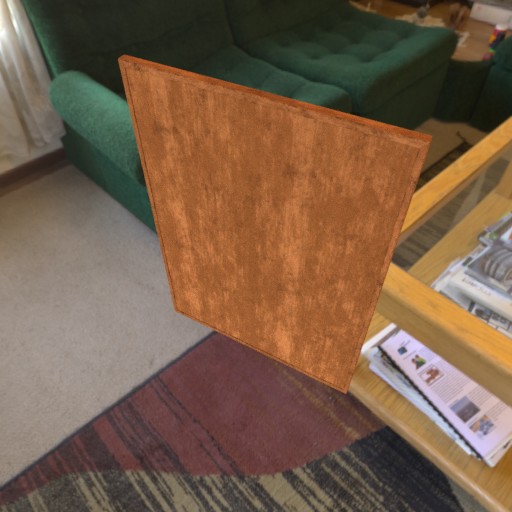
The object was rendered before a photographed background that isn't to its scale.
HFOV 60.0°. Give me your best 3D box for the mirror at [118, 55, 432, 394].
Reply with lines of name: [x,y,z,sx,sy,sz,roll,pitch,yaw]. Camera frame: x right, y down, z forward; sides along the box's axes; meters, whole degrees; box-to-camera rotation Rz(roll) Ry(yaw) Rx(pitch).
mirror: [0.000,0.000,1.414,0.796,1.099,0.028,22,51,19]
